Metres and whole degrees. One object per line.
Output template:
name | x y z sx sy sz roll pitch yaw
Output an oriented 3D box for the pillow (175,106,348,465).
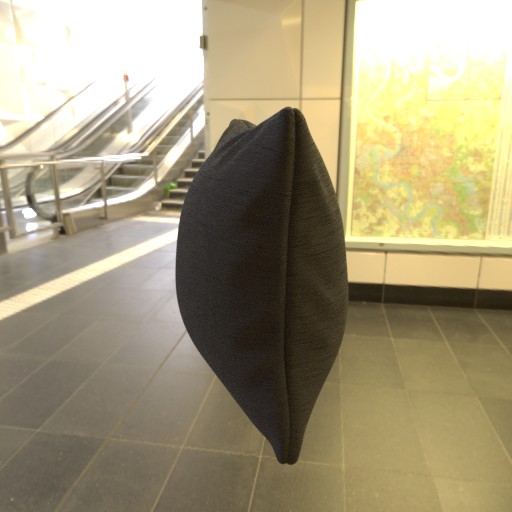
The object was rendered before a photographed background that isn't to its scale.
pillow | 0.000 0.000 0.678 0.246 0.414 0.432 -3 16 -10
